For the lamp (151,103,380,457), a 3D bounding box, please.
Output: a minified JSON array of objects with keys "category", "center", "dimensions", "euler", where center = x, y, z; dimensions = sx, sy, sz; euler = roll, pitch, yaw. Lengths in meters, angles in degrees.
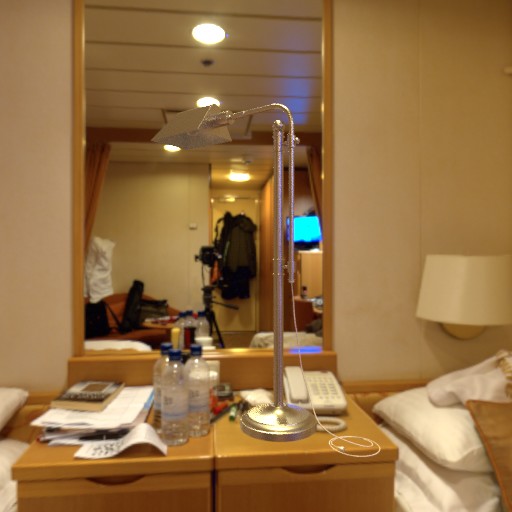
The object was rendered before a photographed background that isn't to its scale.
[{"category":"lamp","center":[0.000,0.000,0.958],"dimensions":[0.546,0.708,0.159],"euler":[0,0,37]}]
